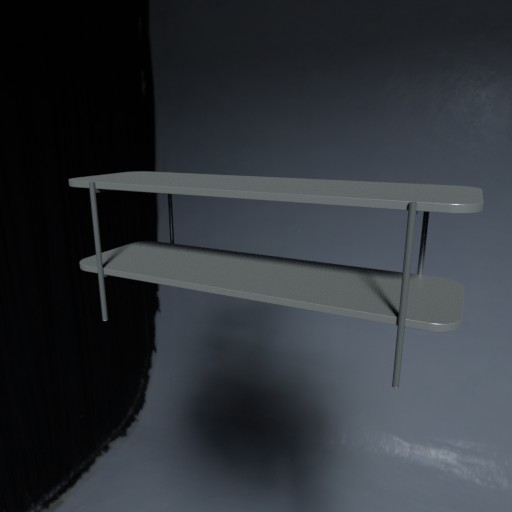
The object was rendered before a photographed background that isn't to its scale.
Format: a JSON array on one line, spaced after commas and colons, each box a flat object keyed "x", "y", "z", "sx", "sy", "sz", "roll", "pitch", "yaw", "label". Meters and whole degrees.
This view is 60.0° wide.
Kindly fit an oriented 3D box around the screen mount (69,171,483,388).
[{"x": 0.000, "y": 0.000, "z": 1.367, "sx": 1.200, "sy": 0.447, "sz": 0.400, "roll": 7, "pitch": 17, "yaw": 24, "label": "screen mount"}]
